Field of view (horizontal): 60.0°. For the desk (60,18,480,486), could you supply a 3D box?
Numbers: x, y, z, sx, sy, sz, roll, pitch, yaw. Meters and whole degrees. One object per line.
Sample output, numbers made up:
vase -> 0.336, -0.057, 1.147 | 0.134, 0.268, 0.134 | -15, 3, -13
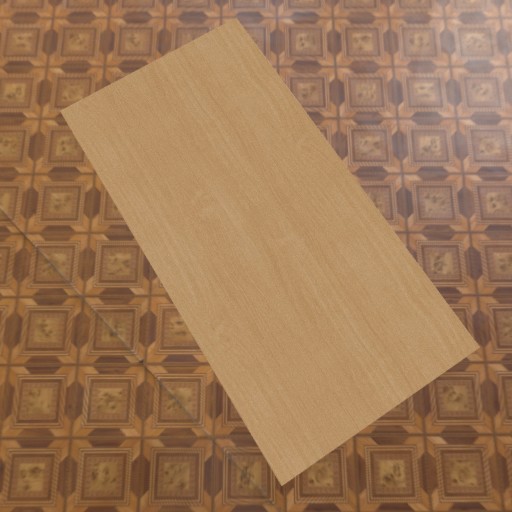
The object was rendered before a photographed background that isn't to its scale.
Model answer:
desk -> 0.000, 0.000, 1.480 | 0.560, 0.735, 1.097 | -32, 78, -7
